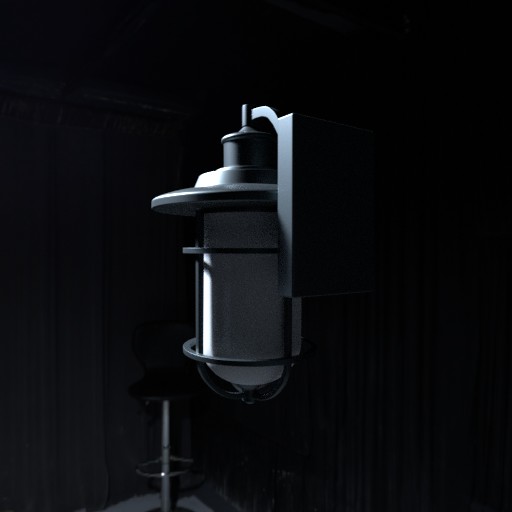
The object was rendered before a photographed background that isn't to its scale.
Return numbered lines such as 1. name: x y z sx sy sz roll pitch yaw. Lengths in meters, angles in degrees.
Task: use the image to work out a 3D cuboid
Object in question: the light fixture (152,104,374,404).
1. light fixture: 0.000 0.000 0.506 0.222 0.345 0.252 -1 1 -36
